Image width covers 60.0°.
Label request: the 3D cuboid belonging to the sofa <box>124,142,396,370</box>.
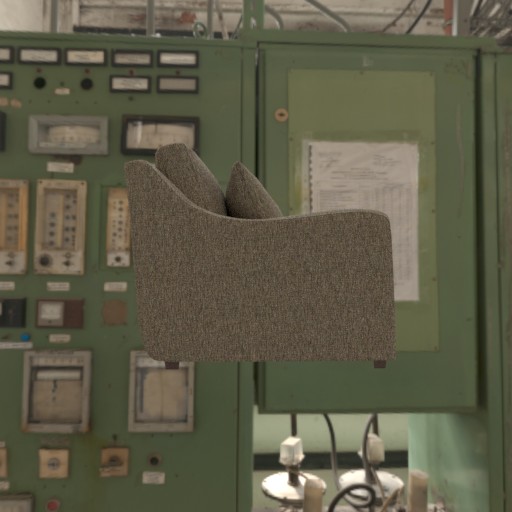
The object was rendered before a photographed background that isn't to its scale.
[{"bbox_3d":[0.000,0.000,2.946,1.103,0.998,2.418,0,-2,-1],"label":"sofa"}]
